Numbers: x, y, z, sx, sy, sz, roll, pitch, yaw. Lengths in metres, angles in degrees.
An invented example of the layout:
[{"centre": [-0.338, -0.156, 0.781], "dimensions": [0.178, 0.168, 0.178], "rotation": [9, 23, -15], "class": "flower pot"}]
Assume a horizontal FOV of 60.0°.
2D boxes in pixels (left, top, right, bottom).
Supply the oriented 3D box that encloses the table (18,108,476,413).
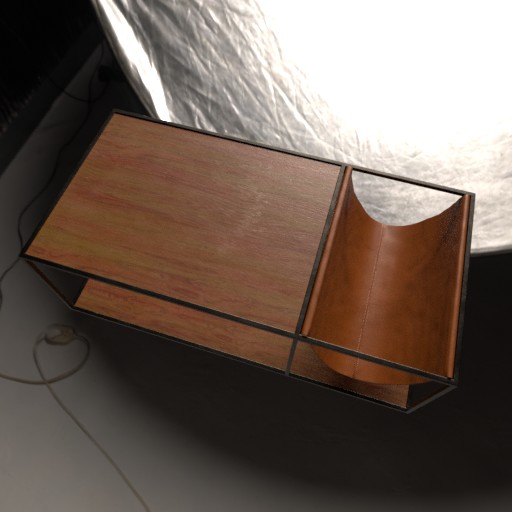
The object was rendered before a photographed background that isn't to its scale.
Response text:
[{"centre": [0.000, 0.000, 1.455], "dimensions": [1.199, 0.403, 0.597], "rotation": [15, 63, 8], "class": "table"}]
